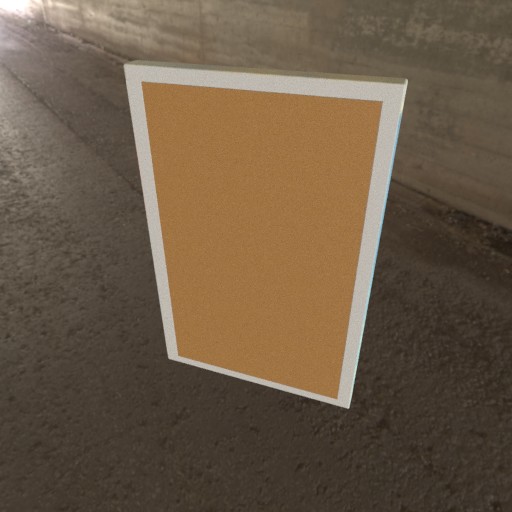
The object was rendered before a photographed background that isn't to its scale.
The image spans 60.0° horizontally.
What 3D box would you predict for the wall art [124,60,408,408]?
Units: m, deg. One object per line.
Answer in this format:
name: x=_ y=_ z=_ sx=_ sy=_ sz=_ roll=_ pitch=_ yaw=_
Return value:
wall art: x=0.000 y=0.000 z=0.775 sx=0.401 sy=0.610 sz=0.038 roll=11 pitch=35 yaw=16
